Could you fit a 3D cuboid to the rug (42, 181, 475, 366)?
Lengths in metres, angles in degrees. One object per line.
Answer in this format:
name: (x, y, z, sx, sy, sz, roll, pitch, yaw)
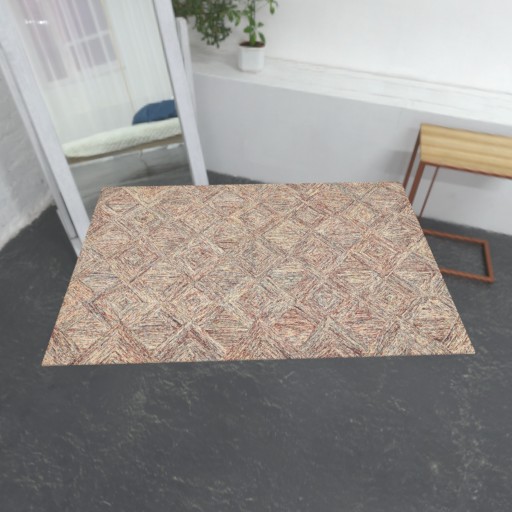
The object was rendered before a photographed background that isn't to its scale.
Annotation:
rug: (0.000, 0.000, 2.865, 2.285, 0.019, 1.523, -1, 46, -1)
